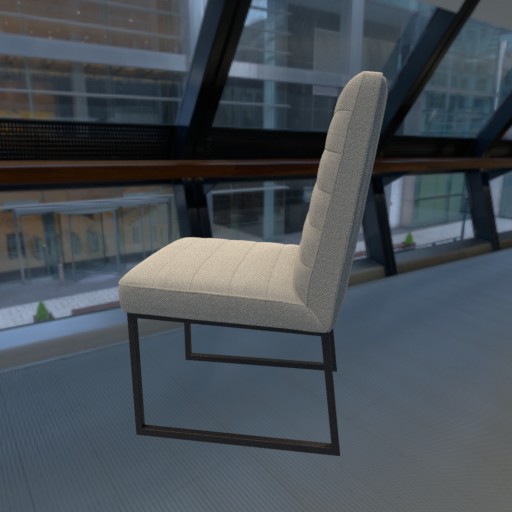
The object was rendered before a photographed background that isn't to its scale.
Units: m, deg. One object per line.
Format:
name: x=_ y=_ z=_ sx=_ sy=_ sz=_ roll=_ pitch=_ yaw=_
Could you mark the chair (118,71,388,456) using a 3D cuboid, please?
chair: x=0.000 y=0.000 z=1.288 sx=0.634 sy=0.930 sz=0.520 roll=2 pitch=14 yaw=9
